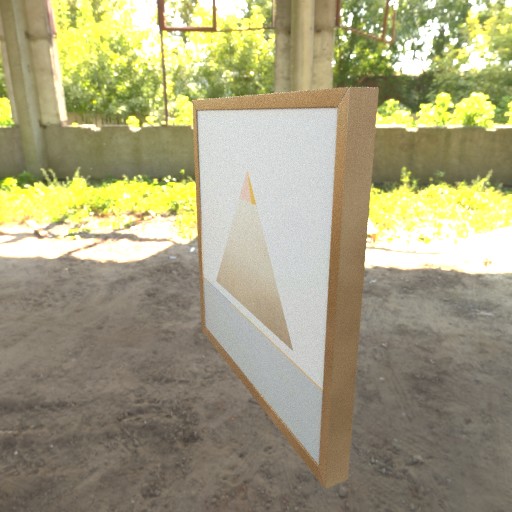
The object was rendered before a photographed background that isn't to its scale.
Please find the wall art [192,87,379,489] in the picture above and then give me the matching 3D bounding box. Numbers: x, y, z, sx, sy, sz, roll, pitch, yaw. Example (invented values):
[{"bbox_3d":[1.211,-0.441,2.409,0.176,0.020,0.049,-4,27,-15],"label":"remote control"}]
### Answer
[{"bbox_3d":[0.000,0.000,0.752,0.038,0.511,0.513,-8,20,-24],"label":"wall art"}]
